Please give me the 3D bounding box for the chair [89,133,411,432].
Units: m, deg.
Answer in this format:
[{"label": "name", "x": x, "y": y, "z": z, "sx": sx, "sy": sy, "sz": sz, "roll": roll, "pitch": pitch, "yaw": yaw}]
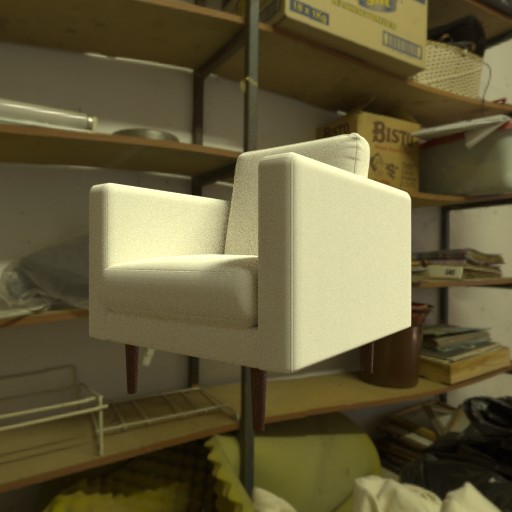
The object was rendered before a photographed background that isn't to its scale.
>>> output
[{"label": "chair", "x": 0.000, "y": 0.000, "z": 1.567, "sx": 0.831, "sy": 0.899, "sz": 0.879, "roll": 0, "pitch": 0, "yaw": 37}]
